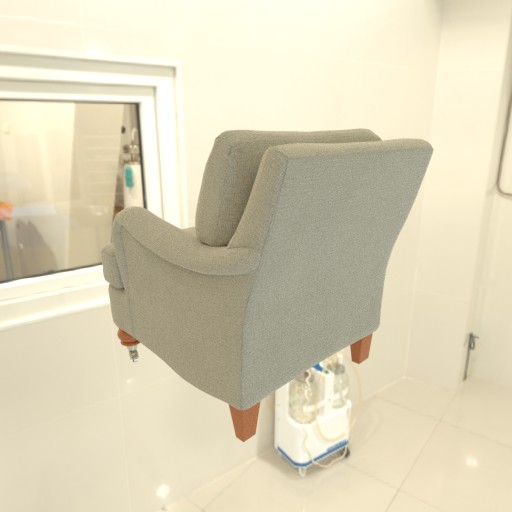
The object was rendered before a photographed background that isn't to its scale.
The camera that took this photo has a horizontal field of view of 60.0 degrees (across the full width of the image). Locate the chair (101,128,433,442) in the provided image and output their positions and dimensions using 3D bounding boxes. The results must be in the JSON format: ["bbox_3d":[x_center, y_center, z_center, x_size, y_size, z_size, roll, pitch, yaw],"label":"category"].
[{"bbox_3d":[0.000,0.000,1.879,1.070,1.038,0.955,16,23,42],"label":"chair"}]
